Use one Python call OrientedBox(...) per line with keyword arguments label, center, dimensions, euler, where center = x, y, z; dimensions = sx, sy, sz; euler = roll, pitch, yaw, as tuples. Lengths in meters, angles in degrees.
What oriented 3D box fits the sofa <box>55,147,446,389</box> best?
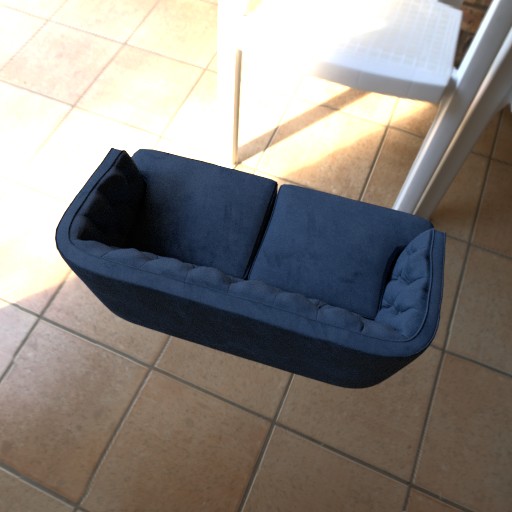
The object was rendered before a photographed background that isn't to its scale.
OrientedBox(label="sofa", center=(0.000, 0.000, 2.307), dimensions=(1.733, 0.854, 0.941), euler=(15, 65, 7))
